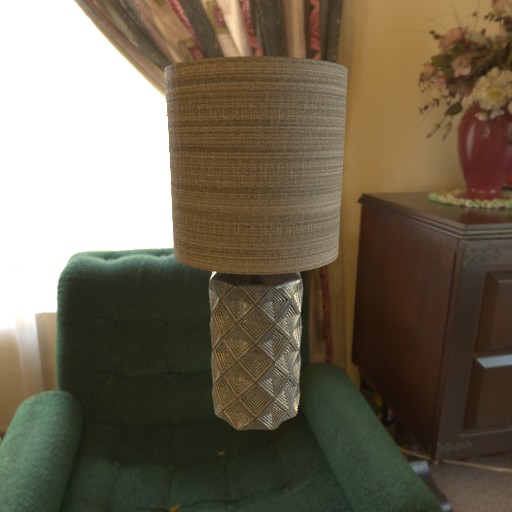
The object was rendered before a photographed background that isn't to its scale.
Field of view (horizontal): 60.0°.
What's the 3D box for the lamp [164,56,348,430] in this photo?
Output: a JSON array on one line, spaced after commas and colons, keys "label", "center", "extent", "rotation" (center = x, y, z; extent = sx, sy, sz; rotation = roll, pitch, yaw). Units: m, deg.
[{"label": "lamp", "center": [0.000, 0.000, 0.733], "extent": [0.268, 0.566, 0.269], "rotation": [-8, 17, -27]}]
